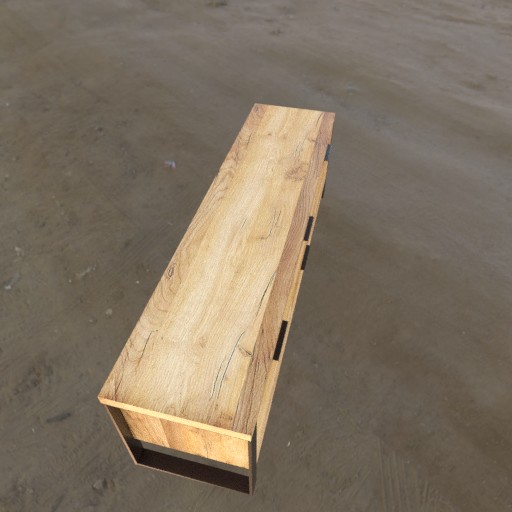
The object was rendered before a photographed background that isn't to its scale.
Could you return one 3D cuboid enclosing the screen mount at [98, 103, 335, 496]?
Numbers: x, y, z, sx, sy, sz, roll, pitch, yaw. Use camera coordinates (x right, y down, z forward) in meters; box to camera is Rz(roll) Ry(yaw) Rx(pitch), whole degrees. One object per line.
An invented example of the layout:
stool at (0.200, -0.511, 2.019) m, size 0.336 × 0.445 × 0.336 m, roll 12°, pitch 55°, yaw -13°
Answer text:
screen mount at (0.000, 0.000, 1.701) m, size 0.395 × 0.450 × 1.524 m, roll 10°, pitch 47°, yaw 10°
